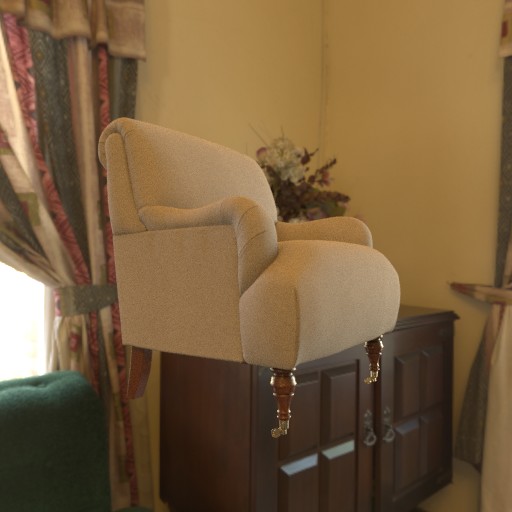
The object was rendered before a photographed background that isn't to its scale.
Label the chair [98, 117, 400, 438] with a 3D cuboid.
[{"bbox_3d":[0.000,0.000,1.563,0.842,0.942,0.766,0,-1,36],"label":"chair"}]
